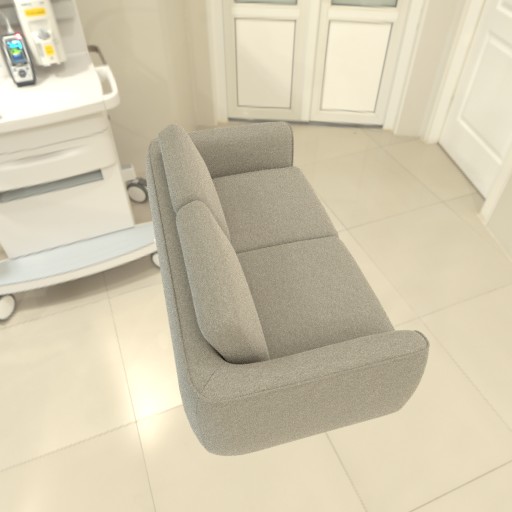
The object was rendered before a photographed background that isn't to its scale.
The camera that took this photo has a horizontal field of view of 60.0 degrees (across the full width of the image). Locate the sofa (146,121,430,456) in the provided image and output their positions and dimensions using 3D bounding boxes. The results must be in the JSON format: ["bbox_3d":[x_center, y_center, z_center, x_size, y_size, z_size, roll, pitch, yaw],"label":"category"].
[{"bbox_3d":[0.000,0.000,2.160,0.920,0.850,1.700,-11,47,-10],"label":"sofa"}]
